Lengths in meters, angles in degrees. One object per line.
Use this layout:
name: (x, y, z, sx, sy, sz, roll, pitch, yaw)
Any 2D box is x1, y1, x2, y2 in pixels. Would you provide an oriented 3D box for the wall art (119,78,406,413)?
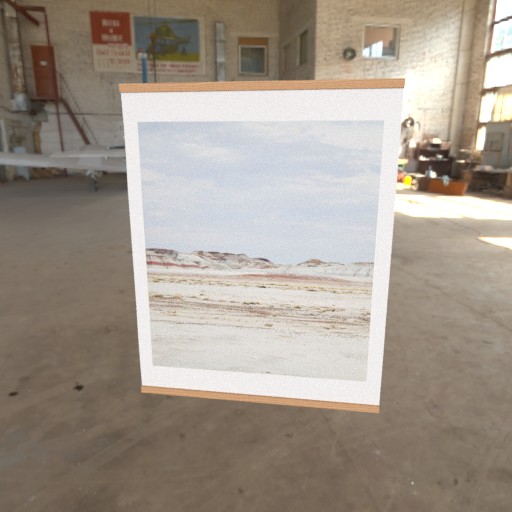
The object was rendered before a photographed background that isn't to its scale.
wall art: (0.000, 0.000, 0.687, 0.404, 0.507, 0.010, 2, 15, 8)
